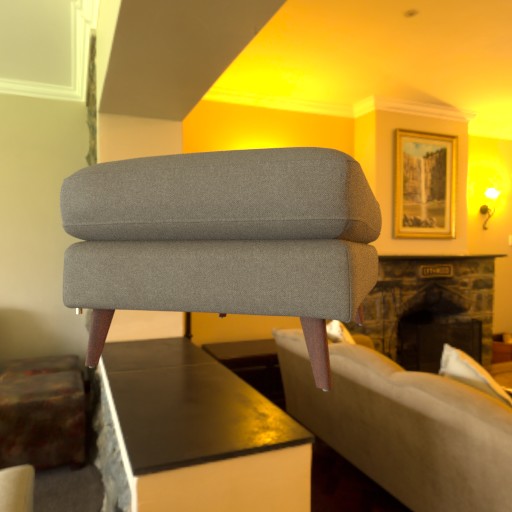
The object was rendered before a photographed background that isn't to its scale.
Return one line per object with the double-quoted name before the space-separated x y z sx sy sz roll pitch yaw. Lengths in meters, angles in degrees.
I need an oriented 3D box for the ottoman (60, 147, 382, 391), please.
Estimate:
"ottoman" 0.000 0.000 1.158 0.608 0.449 0.811 0 1 18
